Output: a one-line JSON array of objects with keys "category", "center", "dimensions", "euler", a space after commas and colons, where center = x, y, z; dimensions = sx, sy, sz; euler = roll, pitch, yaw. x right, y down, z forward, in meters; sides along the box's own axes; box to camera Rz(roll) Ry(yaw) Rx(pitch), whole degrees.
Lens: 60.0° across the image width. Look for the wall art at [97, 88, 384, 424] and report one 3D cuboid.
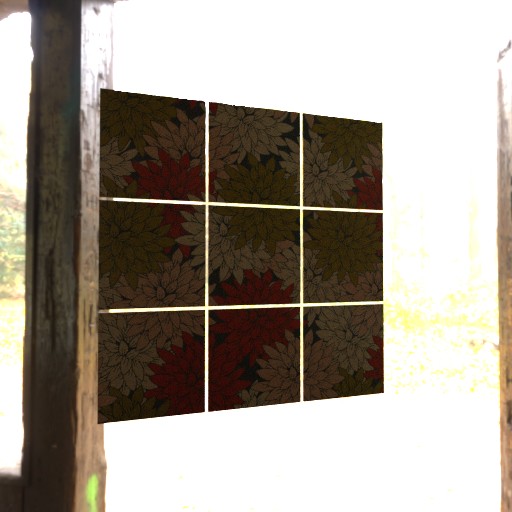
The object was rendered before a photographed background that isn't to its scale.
[{"category": "wall art", "center": [0.000, 0.000, 1.803], "dimensions": [1.206, 1.218, 0.013], "euler": [0, -1, -19]}]
